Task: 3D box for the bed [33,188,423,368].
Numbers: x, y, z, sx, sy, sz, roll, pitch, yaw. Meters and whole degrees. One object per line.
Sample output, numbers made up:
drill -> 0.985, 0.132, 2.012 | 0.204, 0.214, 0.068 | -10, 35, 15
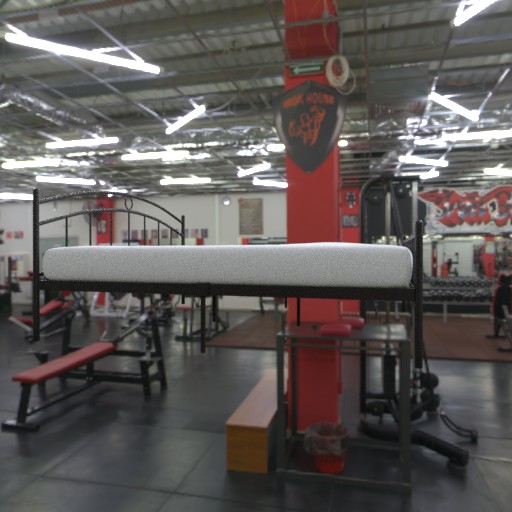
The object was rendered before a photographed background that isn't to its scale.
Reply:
bed -> 0.000, 0.000, 3.070 | 2.040, 0.940, 1.880 | 0, 0, 17
